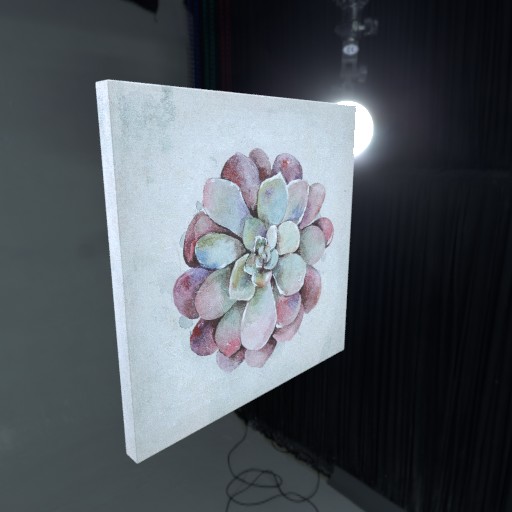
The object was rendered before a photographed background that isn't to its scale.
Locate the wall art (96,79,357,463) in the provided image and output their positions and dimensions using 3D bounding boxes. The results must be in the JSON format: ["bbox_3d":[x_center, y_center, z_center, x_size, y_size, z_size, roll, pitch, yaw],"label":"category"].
[{"bbox_3d":[0.000,0.000,0.891,0.605,0.605,0.044,-14,20,-43],"label":"wall art"}]
